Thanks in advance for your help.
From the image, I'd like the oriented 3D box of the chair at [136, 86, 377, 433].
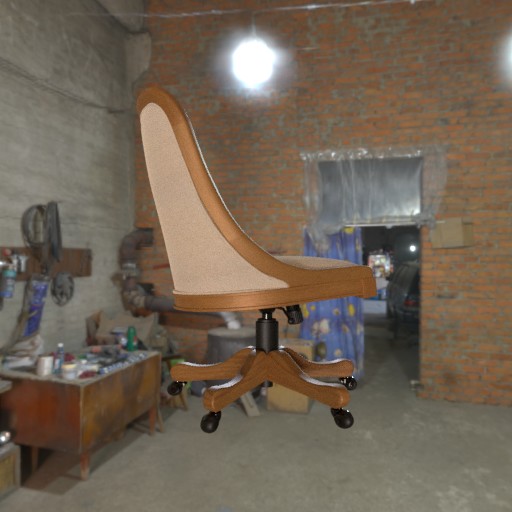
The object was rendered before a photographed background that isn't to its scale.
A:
[{"bbox_3d":[0.000,0.000,1.547,0.811,1.009,0.702,0,-1,-21],"label":"chair"}]
